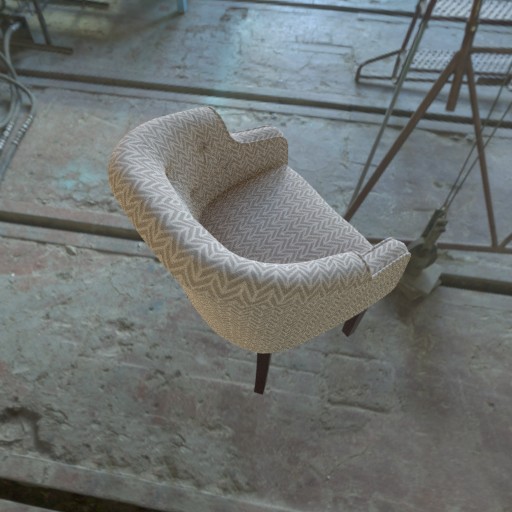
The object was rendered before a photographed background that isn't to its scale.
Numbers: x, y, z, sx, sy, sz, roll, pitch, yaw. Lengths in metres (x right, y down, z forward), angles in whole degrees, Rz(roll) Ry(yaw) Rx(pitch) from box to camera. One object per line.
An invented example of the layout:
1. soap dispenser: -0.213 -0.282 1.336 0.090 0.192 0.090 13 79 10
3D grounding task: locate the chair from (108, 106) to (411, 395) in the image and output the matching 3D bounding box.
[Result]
1. chair: 0.000 0.000 1.324 0.613 0.858 0.686 -31 62 -18
